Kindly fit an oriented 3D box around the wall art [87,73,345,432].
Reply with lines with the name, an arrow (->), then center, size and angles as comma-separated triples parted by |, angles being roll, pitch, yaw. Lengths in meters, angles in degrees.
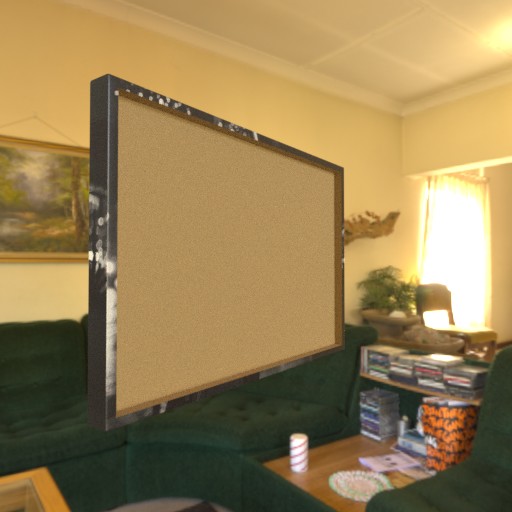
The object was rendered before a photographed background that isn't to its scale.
wall art -> 0.000, 0.000, 0.753 | 0.037, 0.406, 0.609 | -1, -2, 37
